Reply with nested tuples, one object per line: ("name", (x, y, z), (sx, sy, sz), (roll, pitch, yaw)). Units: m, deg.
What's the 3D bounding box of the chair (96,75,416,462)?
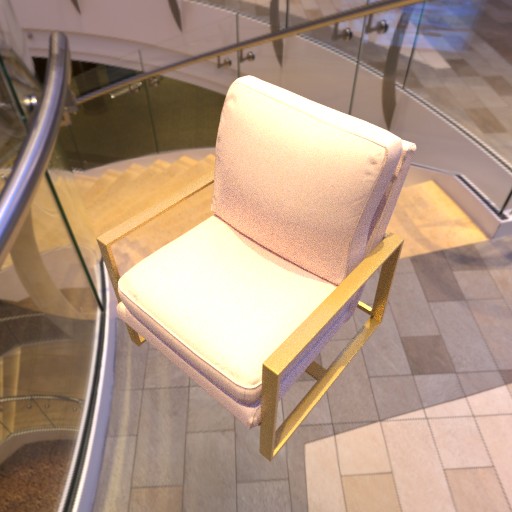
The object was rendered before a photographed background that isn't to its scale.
("chair", (0.000, 0.000, 1.540), (0.758, 0.956, 0.813), (32, 54, 27))
